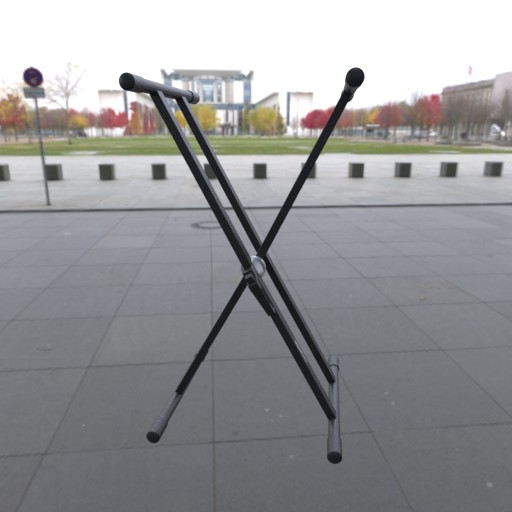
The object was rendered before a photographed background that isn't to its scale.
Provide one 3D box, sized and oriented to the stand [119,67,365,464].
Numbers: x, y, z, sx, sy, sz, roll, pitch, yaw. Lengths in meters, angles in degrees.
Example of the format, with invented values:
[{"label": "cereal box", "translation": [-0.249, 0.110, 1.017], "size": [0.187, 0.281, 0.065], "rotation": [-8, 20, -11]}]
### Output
[{"label": "stand", "translation": [0.000, 0.000, 1.229], "size": [0.503, 0.900, 0.495], "rotation": [3, 16, 9]}]
